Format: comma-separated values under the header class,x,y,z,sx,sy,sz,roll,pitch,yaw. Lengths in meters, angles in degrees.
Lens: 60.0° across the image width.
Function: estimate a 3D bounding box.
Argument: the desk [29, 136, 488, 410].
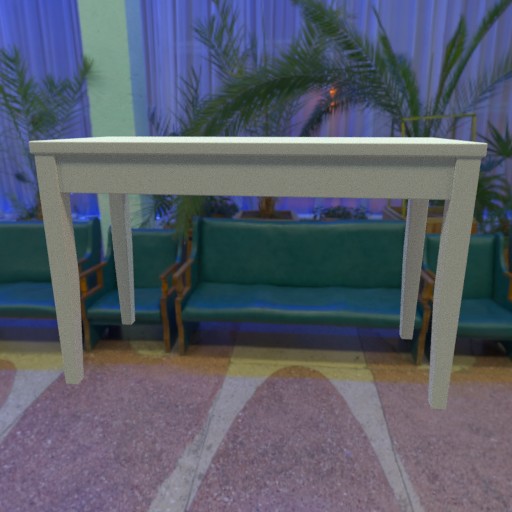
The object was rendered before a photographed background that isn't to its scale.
class,x,y,z,sx,sy,sz,roll,pitch,yaw
desk,0.000,0.000,1.519,1.220,0.775,0.508,2,17,6
